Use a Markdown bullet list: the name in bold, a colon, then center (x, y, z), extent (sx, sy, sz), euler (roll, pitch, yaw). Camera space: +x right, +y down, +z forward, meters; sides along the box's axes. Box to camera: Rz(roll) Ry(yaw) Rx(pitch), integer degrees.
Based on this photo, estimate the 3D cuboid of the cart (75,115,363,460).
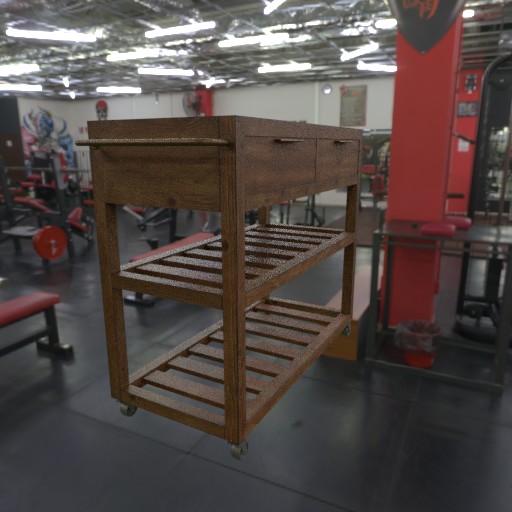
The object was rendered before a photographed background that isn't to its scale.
- **cart**: center (0.000, 0.000, 1.473), extent (0.445, 0.830, 1.065), euler (8, 16, 28)
